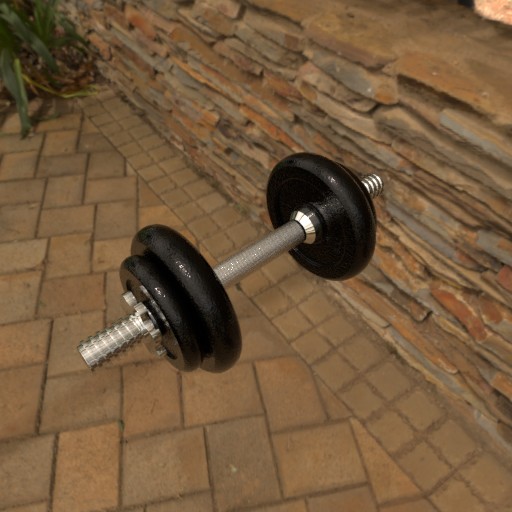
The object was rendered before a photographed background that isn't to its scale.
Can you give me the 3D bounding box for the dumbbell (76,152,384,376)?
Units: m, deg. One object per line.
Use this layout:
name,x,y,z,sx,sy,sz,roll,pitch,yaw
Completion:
dumbbell,0.000,0.000,0.600,0.497,0.202,0.202,-31,54,-27
